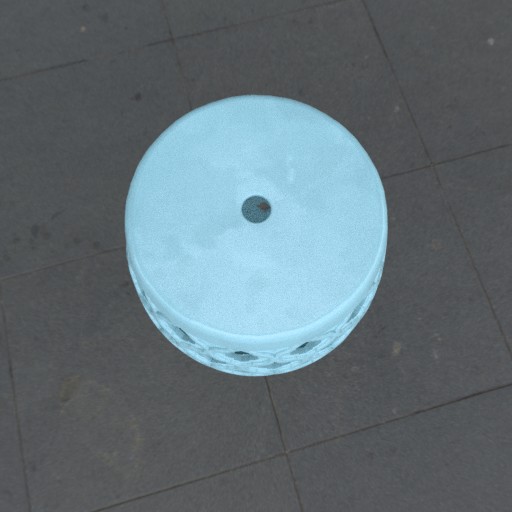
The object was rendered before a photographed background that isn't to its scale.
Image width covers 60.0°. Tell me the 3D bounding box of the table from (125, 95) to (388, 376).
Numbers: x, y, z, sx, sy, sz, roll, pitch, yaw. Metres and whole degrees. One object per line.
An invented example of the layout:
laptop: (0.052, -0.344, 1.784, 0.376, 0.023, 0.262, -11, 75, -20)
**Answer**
table: (0.000, 0.000, 0.623, 0.325, 0.388, 0.325, 0, 76, 0)
